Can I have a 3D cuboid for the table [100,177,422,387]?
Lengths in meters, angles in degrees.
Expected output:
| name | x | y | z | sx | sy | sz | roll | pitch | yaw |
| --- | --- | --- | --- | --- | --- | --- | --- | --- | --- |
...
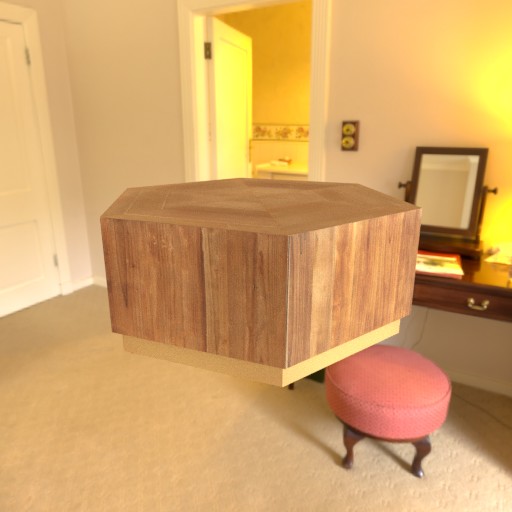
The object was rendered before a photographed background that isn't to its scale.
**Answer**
| name | x | y | z | sx | sy | sz | roll | pitch | yaw |
| --- | --- | --- | --- | --- | --- | --- | --- | --- | --- |
| table | 0.000 | 0.000 | 1.698 | 1.000 | 0.456 | 1.154 | -2 | 17 | -8 |
